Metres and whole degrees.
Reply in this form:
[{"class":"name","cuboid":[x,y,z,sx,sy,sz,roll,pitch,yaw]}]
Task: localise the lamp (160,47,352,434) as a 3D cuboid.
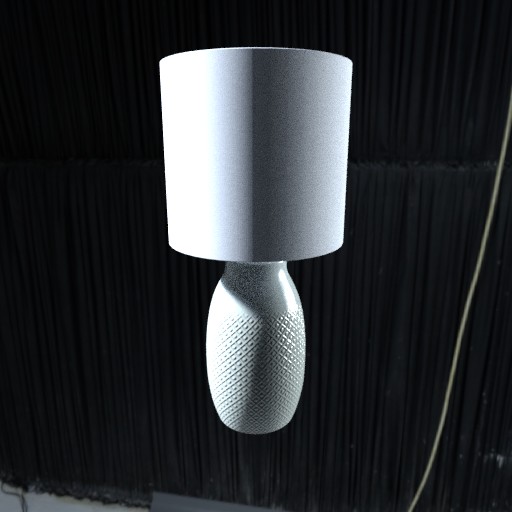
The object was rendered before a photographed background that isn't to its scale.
[{"class":"lamp","cuboid":[0.000,0.000,0.568,0.217,0.453,0.217,3,15,10]}]
